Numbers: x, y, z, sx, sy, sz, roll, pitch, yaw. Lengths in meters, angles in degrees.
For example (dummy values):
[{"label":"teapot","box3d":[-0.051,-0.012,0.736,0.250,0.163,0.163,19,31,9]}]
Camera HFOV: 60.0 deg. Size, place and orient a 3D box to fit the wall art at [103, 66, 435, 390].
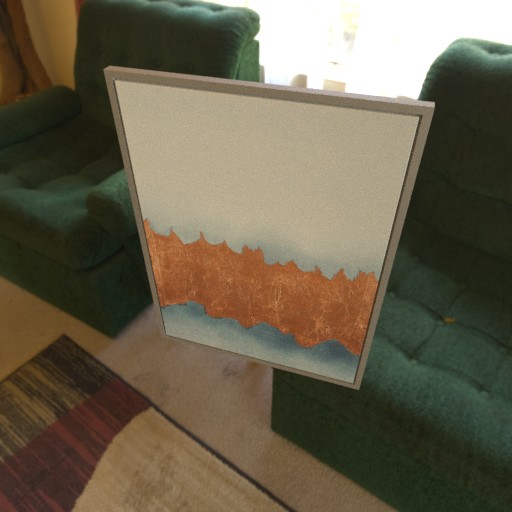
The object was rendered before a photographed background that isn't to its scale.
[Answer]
[{"label":"wall art","box3d":[0.000,0.000,1.363,0.789,1.042,0.034,12,42,13]}]
